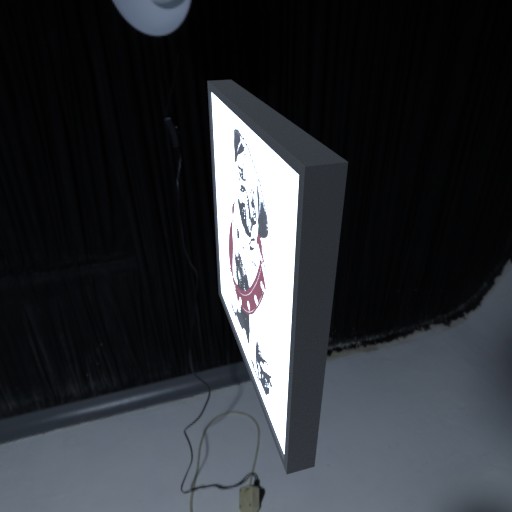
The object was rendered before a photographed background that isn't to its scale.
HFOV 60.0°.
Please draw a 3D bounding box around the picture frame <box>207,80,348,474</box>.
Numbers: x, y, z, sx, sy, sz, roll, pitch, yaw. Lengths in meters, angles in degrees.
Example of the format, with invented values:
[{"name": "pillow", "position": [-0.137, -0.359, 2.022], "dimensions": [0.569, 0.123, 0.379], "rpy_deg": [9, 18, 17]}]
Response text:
[{"name": "picture frame", "position": [0.000, 0.000, 0.491], "dimensions": [0.030, 0.317, 0.317], "rpy_deg": [-9, 32, -14]}]
